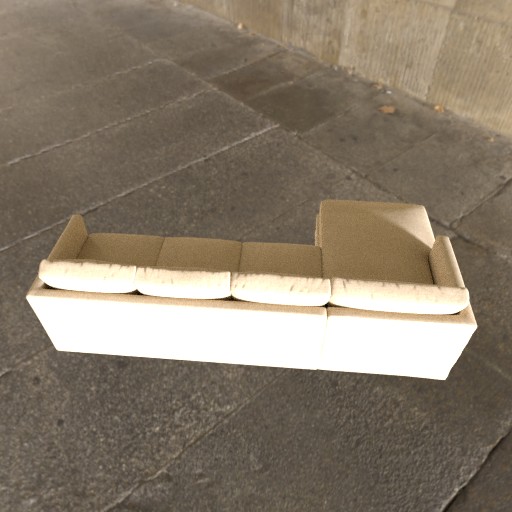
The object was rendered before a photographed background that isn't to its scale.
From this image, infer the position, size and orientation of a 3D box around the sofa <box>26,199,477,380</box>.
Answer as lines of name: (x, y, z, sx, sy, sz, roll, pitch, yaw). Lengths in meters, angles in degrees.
sofa: (0.000, 0.000, 3.848, 3.205, 0.922, 1.650, 3, 46, 3)
